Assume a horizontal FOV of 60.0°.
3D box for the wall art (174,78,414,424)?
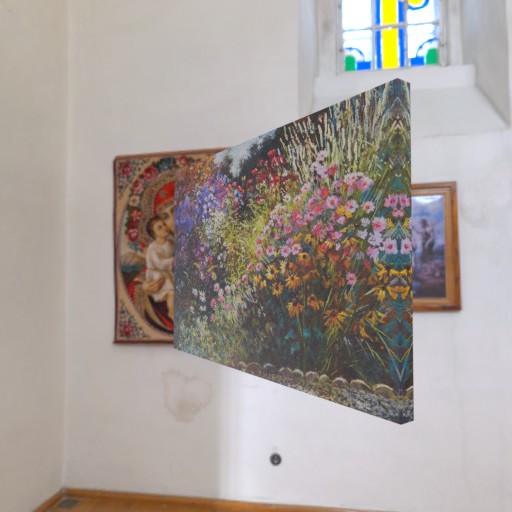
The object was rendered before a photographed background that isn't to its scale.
[{"bbox_3d":[0.000,0.000,1.151,0.037,0.604,0.908,1,-2,-36],"label":"wall art"}]
